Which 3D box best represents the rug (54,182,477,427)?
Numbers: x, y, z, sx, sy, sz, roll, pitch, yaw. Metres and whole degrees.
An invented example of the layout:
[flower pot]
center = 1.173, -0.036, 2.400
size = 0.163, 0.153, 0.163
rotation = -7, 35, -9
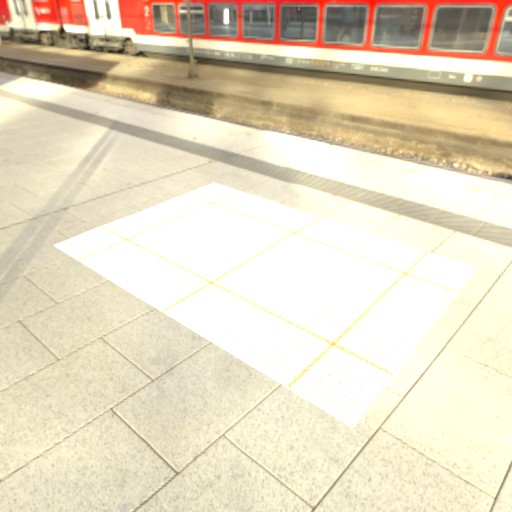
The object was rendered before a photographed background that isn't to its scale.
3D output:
[rug]
center = 0.000, 0.000, 2.293
size = 1.825, 0.015, 1.232
rotation = 23, 37, 34
